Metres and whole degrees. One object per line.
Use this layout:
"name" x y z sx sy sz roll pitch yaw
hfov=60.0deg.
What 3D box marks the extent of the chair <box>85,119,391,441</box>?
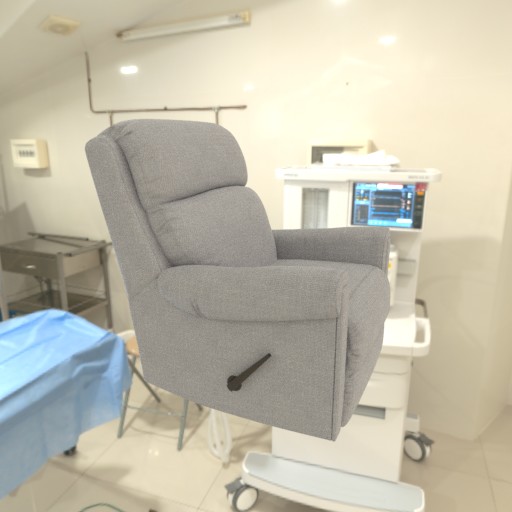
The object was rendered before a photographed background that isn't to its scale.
"chair" 0.000 0.000 1.781 1.014 1.054 0.838 7 16 25
